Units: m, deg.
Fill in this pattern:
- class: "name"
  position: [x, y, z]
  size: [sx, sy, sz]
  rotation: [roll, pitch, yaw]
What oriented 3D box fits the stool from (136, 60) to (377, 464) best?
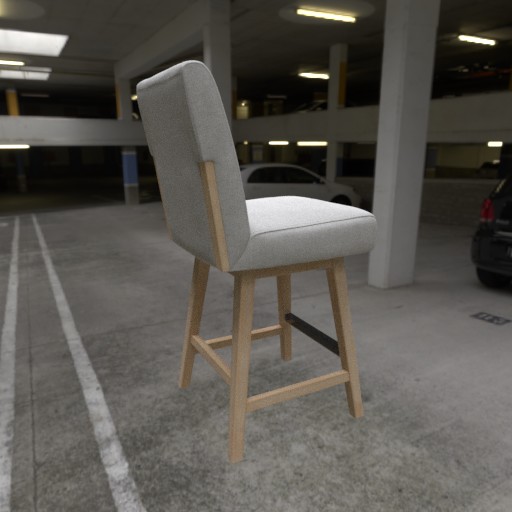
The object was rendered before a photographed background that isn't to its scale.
- class: "stool"
  position: [0.000, 0.000, 1.437]
  size: [0.606, 1.085, 0.507]
  rotation: [-8, 16, -27]
